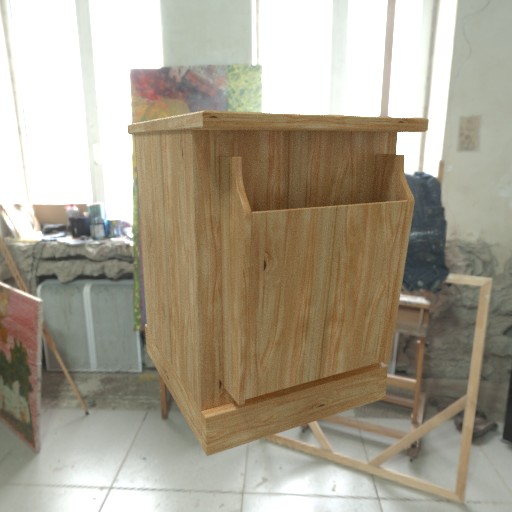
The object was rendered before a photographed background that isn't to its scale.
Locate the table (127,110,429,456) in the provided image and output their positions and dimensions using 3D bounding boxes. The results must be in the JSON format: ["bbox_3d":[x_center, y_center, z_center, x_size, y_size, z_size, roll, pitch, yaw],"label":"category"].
[{"bbox_3d":[0.000,0.000,0.886,0.380,0.515,0.530,-7,16,-26],"label":"table"}]
